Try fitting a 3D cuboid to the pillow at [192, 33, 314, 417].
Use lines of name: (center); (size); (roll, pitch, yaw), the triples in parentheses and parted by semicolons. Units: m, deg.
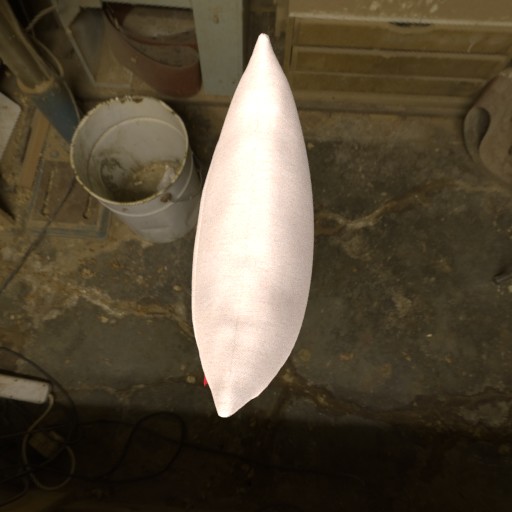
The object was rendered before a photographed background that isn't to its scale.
pillow: (0.000, 0.000, 0.679); (0.173, 0.436, 0.433); (5, 75, 1)
